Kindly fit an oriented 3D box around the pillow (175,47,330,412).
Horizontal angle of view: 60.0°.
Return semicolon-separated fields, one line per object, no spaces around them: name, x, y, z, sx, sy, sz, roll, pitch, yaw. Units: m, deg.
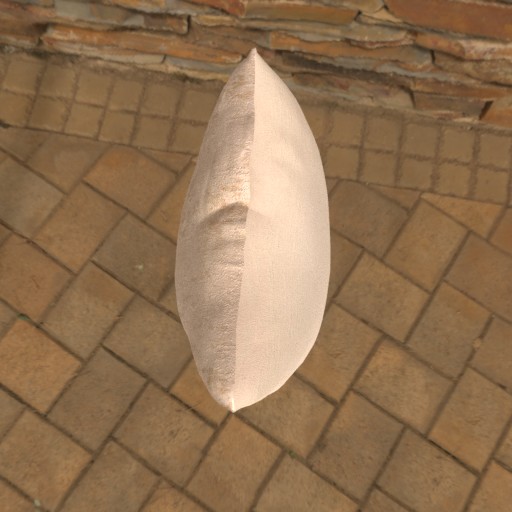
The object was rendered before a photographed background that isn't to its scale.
pillow;0.000;0.000;0.726;0.245;0.448;0.450;5;77;1
